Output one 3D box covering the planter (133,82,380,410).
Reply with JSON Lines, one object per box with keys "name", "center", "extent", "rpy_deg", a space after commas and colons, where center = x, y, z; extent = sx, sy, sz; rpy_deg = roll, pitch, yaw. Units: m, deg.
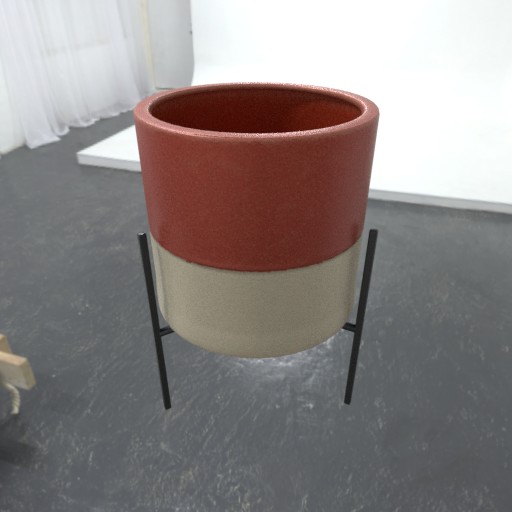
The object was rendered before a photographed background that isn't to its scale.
{"name": "planter", "center": [0.000, 0.000, 0.526], "extent": [0.235, 0.354, 0.251], "rpy_deg": [-1, 31, -2]}
